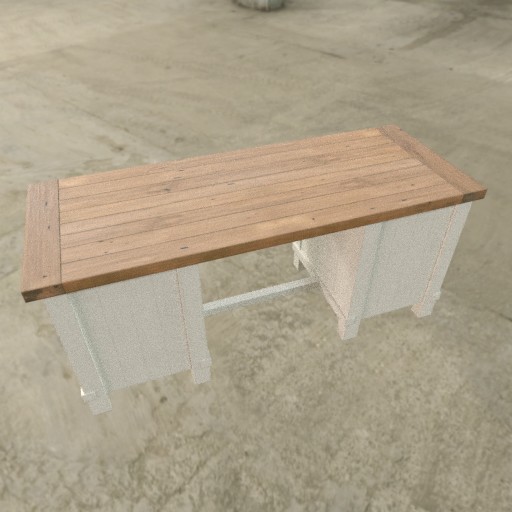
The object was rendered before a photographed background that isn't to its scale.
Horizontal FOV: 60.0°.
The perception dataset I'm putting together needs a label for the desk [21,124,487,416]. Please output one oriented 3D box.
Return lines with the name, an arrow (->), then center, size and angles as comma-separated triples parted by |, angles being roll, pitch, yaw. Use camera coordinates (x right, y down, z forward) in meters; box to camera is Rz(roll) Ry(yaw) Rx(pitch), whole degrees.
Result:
desk -> 0.000, 0.000, 2.106 | 1.803, 0.760, 0.688 | -13, 42, -15
